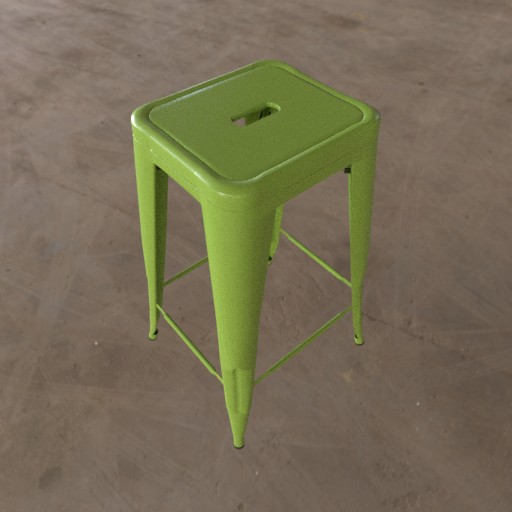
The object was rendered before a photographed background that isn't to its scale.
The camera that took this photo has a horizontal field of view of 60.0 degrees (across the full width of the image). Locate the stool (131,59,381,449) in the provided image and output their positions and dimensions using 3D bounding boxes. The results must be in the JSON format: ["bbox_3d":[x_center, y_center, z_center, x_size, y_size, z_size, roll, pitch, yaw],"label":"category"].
[{"bbox_3d":[0.000,0.000,0.854,0.398,0.609,0.358,-32,55,-26],"label":"stool"}]
